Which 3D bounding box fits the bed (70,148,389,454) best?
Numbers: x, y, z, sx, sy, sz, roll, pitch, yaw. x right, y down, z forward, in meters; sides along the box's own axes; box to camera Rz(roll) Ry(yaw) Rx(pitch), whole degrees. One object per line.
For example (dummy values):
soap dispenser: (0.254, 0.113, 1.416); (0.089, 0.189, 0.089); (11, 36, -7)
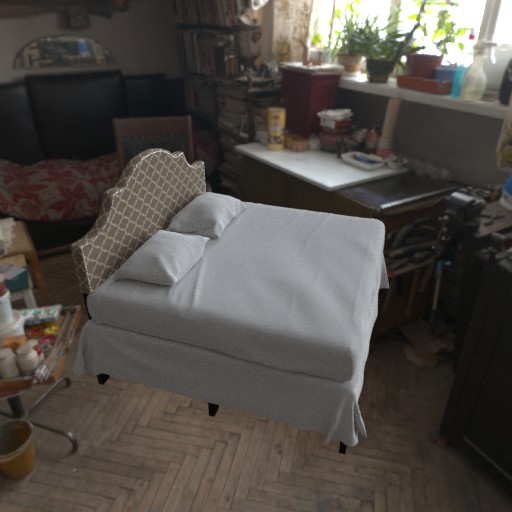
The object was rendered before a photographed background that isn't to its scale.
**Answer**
bed: (0.000, 0.000, 3.729); (2.222, 1.601, 2.314); (10, 31, 16)
